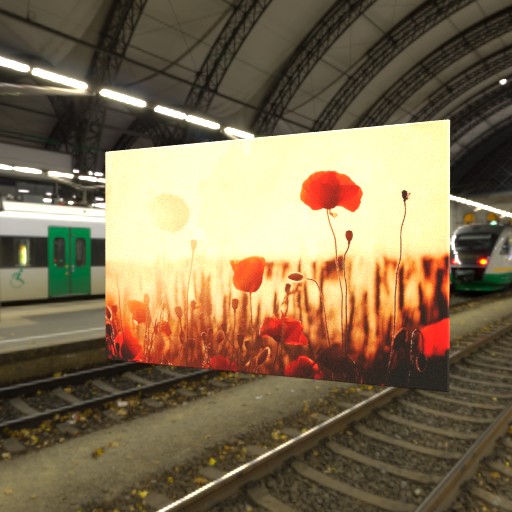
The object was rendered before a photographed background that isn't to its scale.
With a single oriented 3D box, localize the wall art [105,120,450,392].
[{"bbox_3d":[0.000,0.000,1.147,0.918,0.602,0.038,0,0,20],"label":"wall art"}]
